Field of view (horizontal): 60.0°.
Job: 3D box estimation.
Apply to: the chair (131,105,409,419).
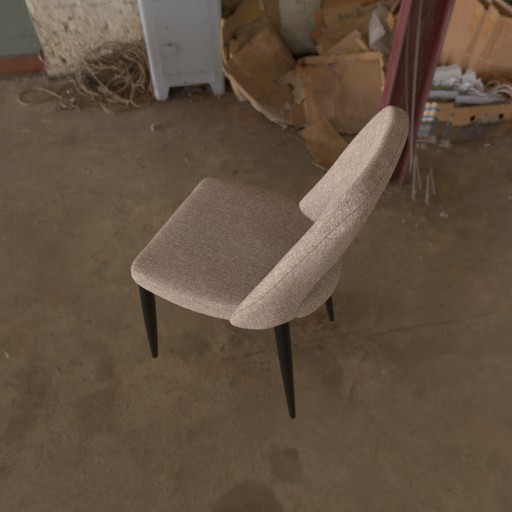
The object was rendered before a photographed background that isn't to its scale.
[{"bbox_3d":[0.000,0.000,1.266,0.612,0.931,0.470,19,51,16],"label":"chair"}]
